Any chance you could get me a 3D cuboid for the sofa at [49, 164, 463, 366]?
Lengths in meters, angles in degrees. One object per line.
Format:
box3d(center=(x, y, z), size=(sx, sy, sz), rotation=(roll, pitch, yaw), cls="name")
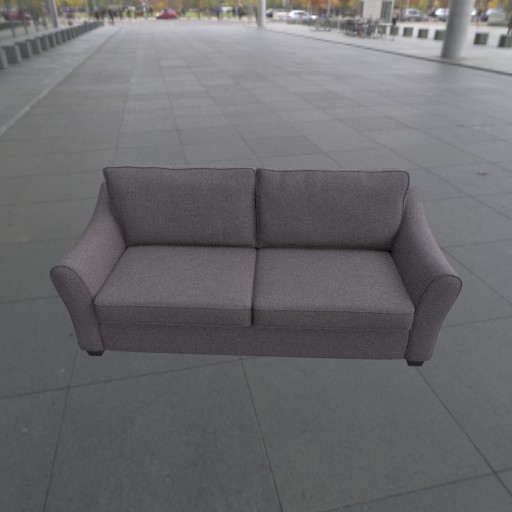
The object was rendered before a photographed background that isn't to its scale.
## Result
box3d(center=(0.000, 0.000, 2.762), size=(2.203, 0.976, 1.013), rotation=(1, 29, 2), cls="sofa")
